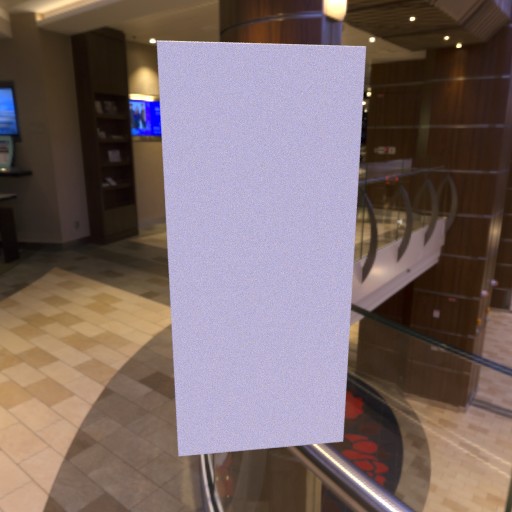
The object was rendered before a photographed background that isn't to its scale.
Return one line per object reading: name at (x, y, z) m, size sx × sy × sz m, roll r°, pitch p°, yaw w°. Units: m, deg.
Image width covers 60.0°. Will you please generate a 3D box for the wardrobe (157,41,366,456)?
wardrobe at (0.000, 0.000, 2.034) m, size 0.760 × 1.700 × 0.470 m, roll -2°, pitch 15°, yaw -7°
